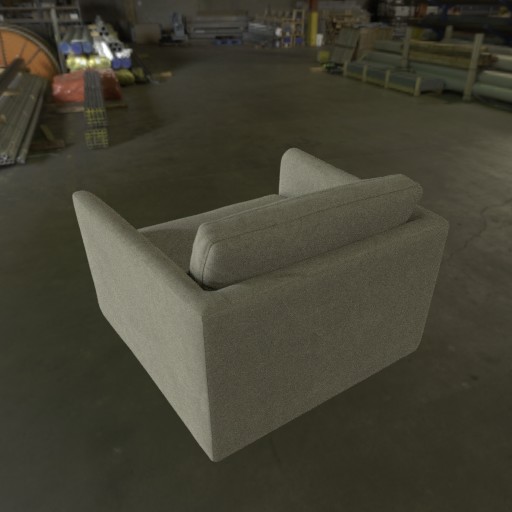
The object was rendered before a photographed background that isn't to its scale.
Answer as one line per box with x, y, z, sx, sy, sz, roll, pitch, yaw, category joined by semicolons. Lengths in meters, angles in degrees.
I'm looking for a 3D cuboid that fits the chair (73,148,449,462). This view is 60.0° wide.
0.000;0.000;1.900;1.190;0.845;1.091;-18;35;-28;chair
